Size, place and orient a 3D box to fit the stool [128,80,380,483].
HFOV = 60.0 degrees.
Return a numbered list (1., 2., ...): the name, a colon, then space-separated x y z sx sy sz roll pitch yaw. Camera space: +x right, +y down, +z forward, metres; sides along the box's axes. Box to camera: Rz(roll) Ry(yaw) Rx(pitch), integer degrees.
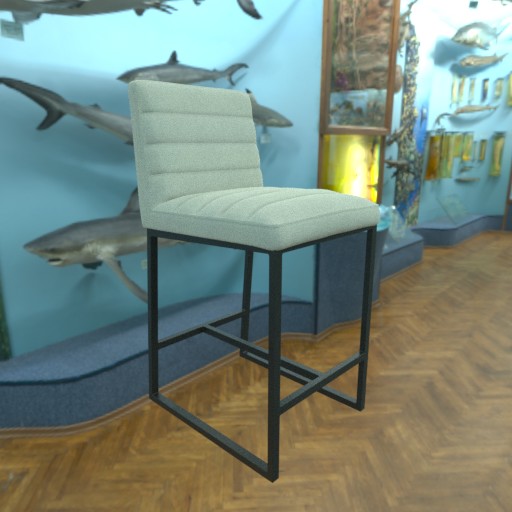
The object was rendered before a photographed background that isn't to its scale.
1. stool: 0.000 0.000 1.287 0.567 0.971 0.459 13 19 42
